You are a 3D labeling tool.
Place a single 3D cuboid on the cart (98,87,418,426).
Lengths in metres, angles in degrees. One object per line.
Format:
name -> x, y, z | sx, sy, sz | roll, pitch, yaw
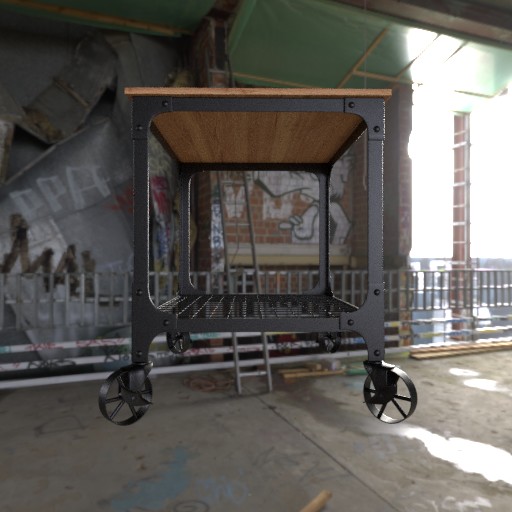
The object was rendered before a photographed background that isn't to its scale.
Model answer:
cart -> 0.000, 0.000, 1.092 | 0.558, 0.603, 0.666 | 0, 0, -1
